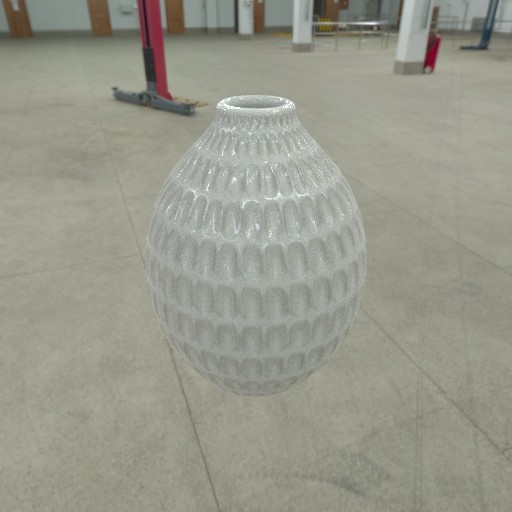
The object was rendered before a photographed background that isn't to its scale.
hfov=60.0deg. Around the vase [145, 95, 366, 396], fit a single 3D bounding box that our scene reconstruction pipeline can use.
[{"bbox_3d":[0.000,0.000,0.332,0.162,0.223,0.162,0,30,0],"label":"vase"}]
